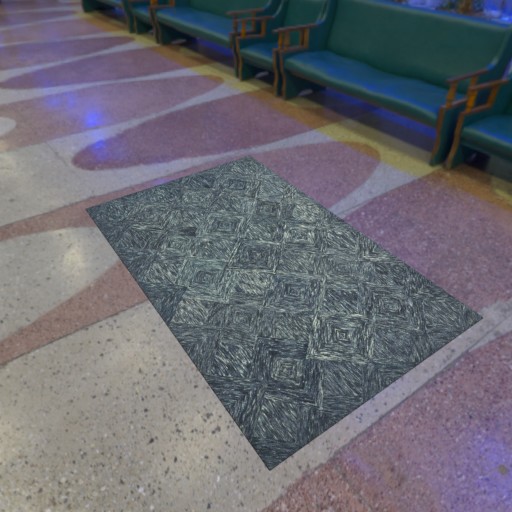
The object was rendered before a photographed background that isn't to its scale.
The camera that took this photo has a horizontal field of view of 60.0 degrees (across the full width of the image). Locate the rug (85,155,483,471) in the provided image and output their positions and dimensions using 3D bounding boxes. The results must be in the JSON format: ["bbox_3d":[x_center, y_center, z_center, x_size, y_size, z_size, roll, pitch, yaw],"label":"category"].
[{"bbox_3d":[0.000,0.000,2.886,1.478,0.017,2.330,-24,46,-26],"label":"rug"}]
